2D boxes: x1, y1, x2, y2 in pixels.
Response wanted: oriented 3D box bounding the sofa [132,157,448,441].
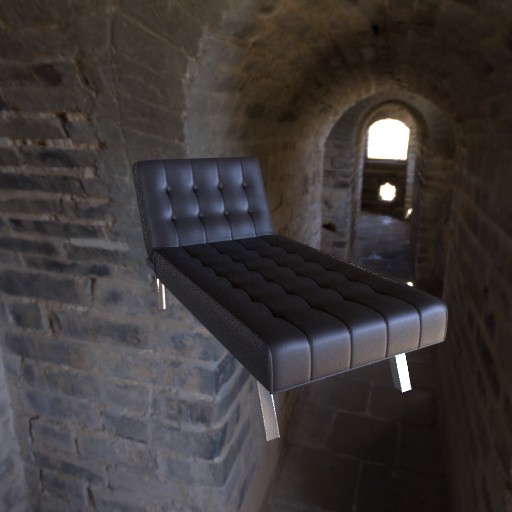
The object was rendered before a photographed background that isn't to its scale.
[{"bbox_3d":[0.000,0.000,2.060,0.760,0.820,1.560,-8,18,-27],"label":"sofa"}]
